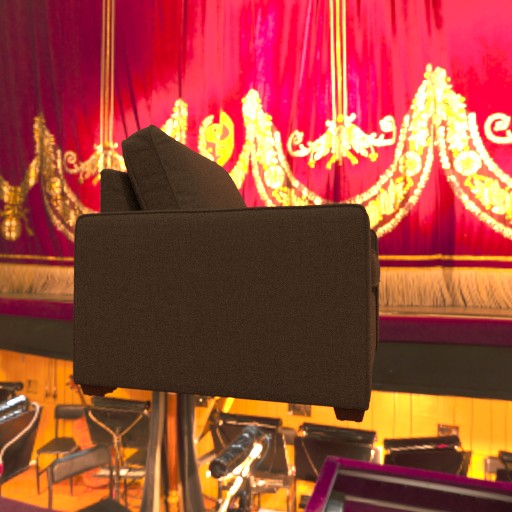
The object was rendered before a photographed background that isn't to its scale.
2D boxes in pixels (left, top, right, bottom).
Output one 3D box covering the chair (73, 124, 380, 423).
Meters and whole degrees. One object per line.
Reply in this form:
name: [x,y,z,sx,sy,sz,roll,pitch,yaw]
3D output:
chair: [0.000,0.000,1.758,0.940,0.919,1.017,0,-1,17]
